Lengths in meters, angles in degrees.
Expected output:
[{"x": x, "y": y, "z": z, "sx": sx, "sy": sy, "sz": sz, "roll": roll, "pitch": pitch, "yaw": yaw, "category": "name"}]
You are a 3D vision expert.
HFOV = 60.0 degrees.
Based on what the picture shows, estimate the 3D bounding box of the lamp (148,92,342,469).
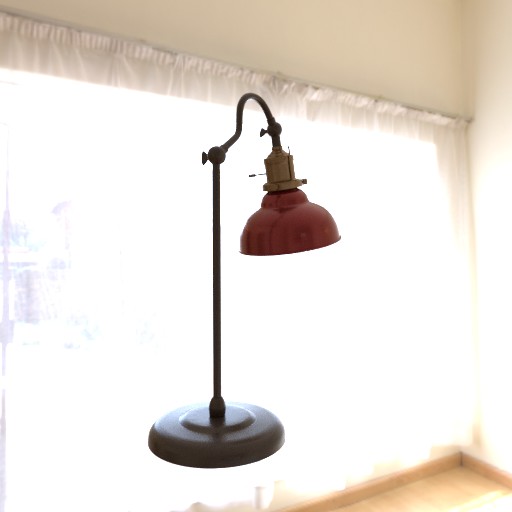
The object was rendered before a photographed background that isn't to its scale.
[{"x": 0.000, "y": 0.000, "z": 0.698, "sx": 0.192, "sy": 0.508, "sz": 0.374, "roll": 0, "pitch": 0, "yaw": 36, "category": "lamp"}]
